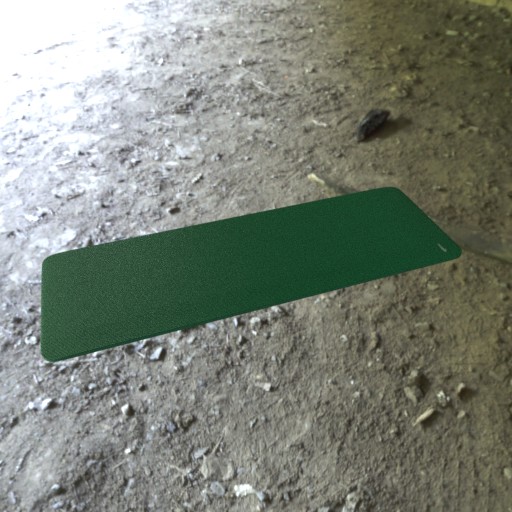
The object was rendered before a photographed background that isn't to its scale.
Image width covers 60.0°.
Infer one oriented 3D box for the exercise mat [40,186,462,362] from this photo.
[{"bbox_3d":[0.000,0.000,2.046,1.869,0.021,0.616,-13,43,-14],"label":"exercise mat"}]
